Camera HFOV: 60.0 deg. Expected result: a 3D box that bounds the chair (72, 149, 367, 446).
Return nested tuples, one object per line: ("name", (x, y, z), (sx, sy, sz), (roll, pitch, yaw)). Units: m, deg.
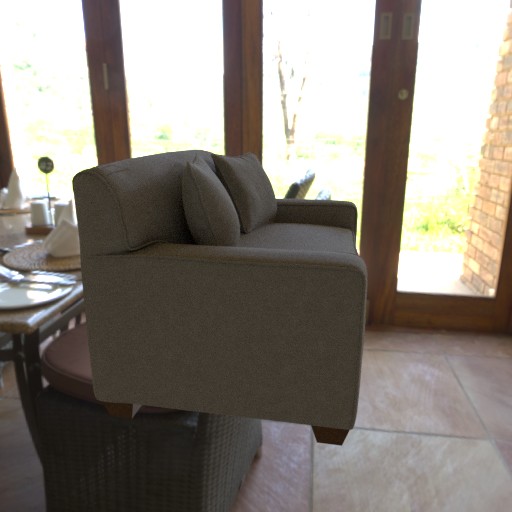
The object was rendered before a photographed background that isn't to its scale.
("chair", (0.000, 0.000, 2.078), (0.992, 0.953, 1.395), (3, 16, 11))
